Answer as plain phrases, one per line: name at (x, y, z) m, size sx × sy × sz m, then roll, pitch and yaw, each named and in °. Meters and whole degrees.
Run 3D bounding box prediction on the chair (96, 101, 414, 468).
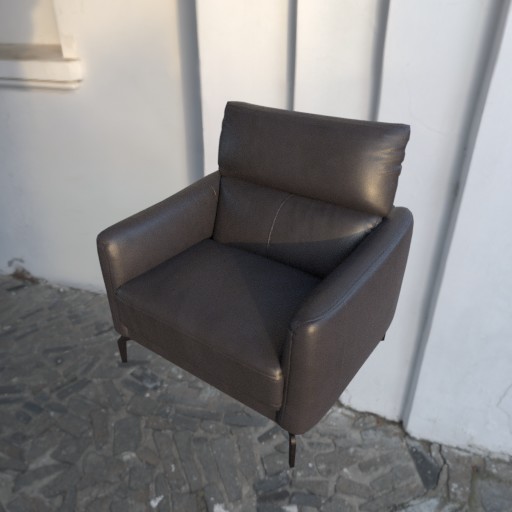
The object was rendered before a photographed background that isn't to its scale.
chair at (0.000, 0.000, 1.675) m, size 0.976 × 0.949 × 0.809 m, roll 20°, pitch 35°, yaw 31°
